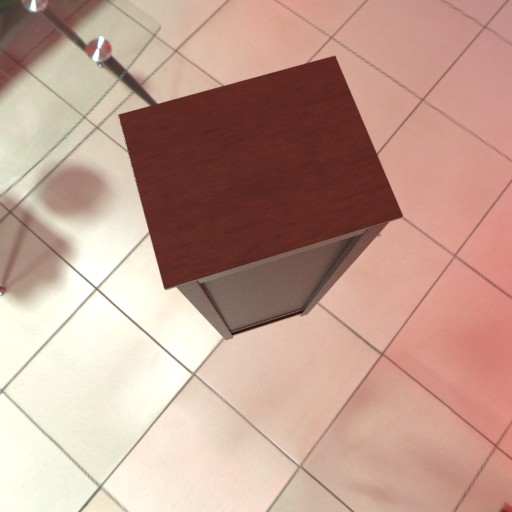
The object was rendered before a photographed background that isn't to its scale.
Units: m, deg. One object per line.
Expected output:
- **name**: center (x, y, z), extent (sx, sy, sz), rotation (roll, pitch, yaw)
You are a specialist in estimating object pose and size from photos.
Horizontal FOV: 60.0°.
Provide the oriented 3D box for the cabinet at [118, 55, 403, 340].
- **cabinet**: center (0.000, 0.000, 1.660), extent (0.500, 1.518, 0.401), rotation (-17, 76, -4)
